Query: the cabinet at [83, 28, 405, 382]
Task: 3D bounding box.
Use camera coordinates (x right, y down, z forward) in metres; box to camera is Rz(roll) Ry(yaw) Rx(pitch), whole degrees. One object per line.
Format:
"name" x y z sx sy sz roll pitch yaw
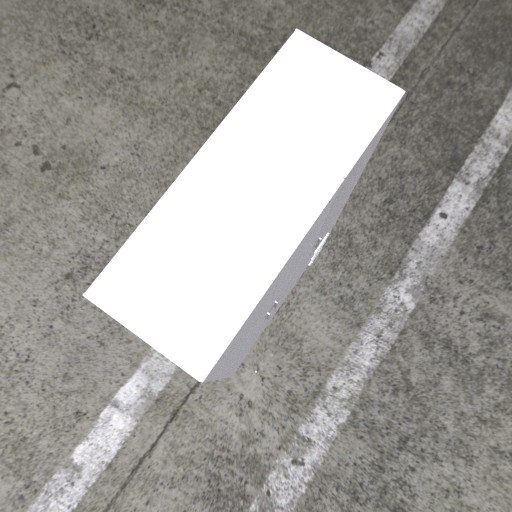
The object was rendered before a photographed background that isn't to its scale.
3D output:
"cabinet" 0.000 0.000 2.496 0.510 1.910 1.290 34 78 8
